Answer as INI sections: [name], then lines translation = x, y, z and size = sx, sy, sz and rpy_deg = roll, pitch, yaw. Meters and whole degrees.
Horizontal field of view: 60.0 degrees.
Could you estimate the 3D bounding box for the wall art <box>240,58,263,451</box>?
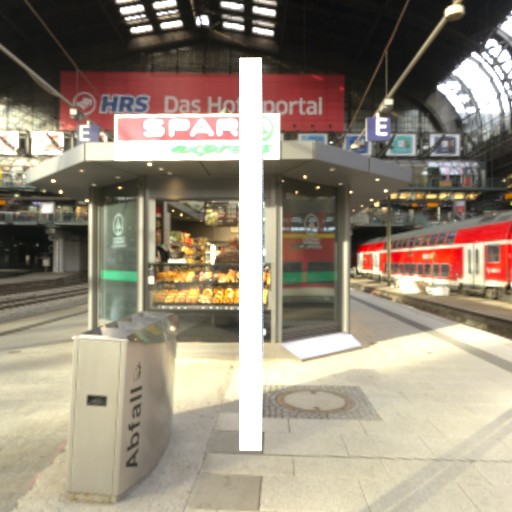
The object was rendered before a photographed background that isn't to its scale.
[wall art]
translation = 0.000, 0.000, 1.671
size = 0.051, 0.902, 1.308
rpy_deg = 0, -1, 1
